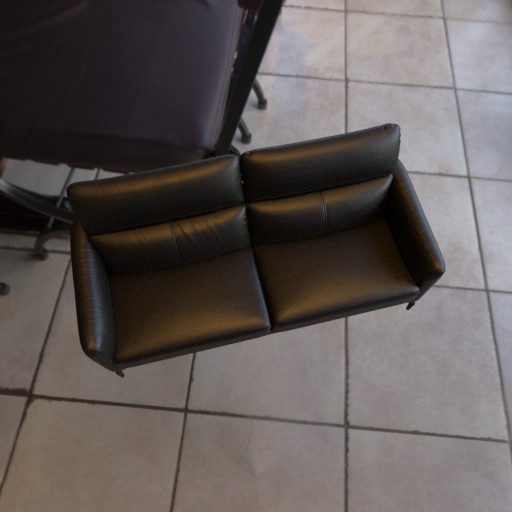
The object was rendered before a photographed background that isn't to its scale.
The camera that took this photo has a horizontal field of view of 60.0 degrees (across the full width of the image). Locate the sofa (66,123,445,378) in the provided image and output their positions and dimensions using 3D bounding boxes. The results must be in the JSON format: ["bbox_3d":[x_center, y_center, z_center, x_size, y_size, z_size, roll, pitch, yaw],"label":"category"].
[{"bbox_3d":[0.000,0.000,2.629,2.069,0.957,0.856,-12,64,-6],"label":"sofa"}]
